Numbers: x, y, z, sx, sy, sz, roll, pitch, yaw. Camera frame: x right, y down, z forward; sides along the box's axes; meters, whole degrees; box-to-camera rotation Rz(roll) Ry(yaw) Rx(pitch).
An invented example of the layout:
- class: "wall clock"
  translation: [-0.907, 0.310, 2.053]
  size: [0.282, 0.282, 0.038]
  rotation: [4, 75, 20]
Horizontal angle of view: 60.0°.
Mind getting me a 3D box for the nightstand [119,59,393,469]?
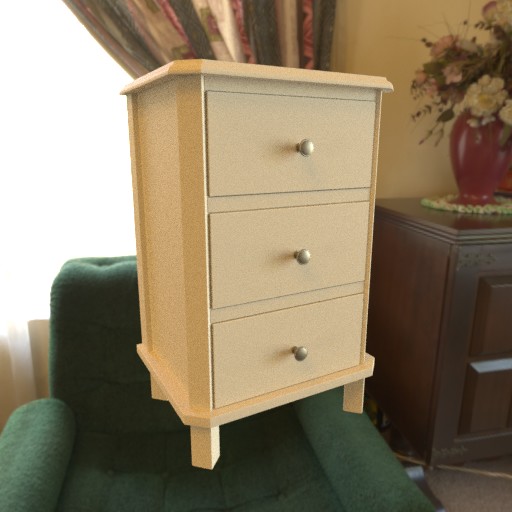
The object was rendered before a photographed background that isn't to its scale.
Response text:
- class: "nightstand"
  translation: [0.000, 0.000, 0.921]
  size: [0.435, 0.681, 0.351]
  rotation: [-8, 16, -28]
